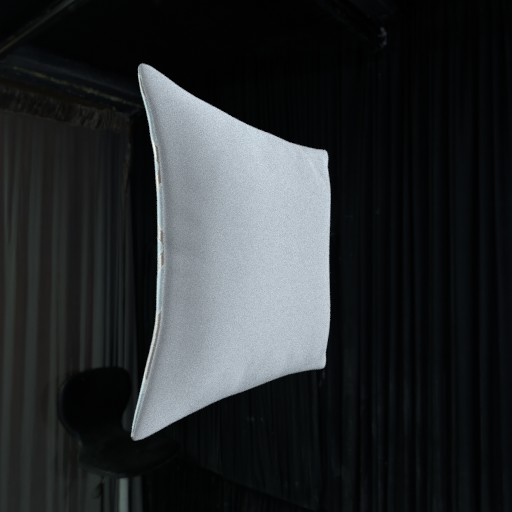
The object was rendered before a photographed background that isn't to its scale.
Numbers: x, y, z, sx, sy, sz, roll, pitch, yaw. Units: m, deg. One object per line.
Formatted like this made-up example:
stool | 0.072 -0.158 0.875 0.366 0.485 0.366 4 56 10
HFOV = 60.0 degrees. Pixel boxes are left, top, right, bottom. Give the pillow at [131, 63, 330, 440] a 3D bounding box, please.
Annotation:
pillow | 0.000 0.000 0.817 0.166 0.508 0.552 -1 -2 36
